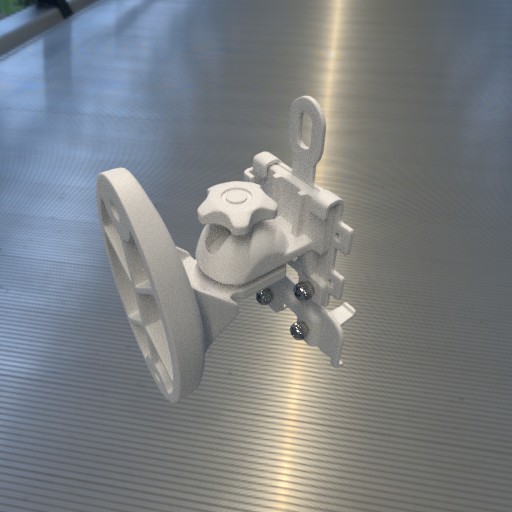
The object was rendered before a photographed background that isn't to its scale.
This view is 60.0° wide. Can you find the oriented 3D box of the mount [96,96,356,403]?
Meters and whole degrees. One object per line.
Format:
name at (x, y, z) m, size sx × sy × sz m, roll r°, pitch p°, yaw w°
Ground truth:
mount at (0.000, 0.000, 0.177) m, size 0.100 × 0.118 × 0.066 m, roll -26°, pitch 47°, yaw -26°
